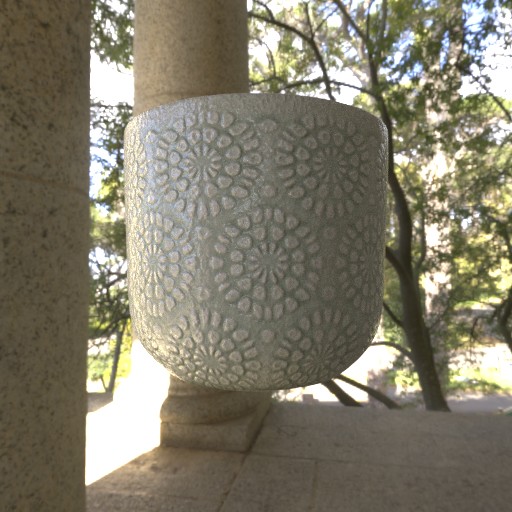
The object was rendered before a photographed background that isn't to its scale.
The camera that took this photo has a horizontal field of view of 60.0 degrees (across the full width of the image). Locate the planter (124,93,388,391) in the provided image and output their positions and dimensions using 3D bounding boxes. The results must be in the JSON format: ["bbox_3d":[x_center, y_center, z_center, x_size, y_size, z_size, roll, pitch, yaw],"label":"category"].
[{"bbox_3d":[0.000,0.000,0.294,0.169,0.153,0.169,0,-1,0],"label":"planter"}]
